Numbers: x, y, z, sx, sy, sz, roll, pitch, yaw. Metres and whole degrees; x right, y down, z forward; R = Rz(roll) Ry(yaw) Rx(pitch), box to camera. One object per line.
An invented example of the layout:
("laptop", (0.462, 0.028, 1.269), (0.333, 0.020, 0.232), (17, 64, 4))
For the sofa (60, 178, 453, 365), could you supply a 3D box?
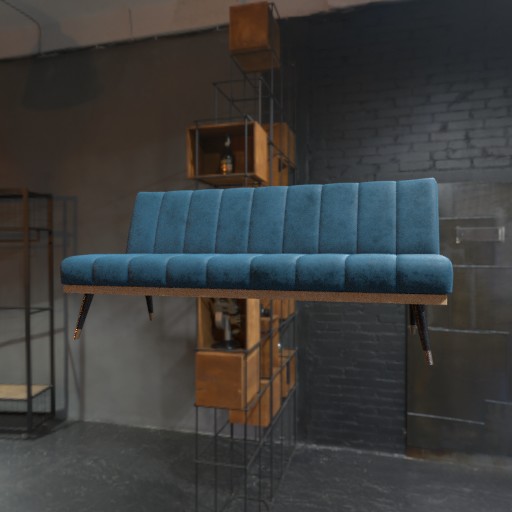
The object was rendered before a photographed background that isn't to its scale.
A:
("sofa", (0.000, 0.000, 2.311), (1.810, 0.825, 0.830), (0, 0, 17))
